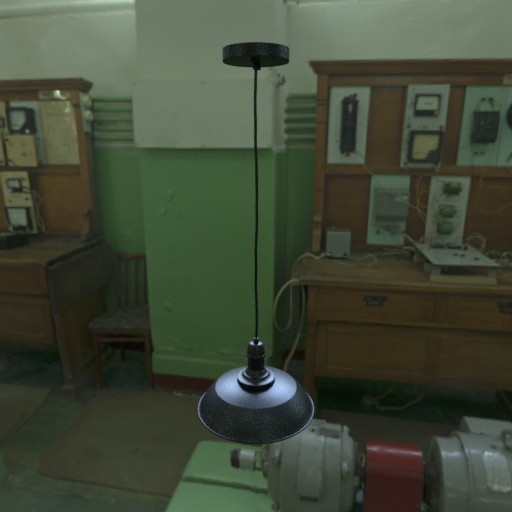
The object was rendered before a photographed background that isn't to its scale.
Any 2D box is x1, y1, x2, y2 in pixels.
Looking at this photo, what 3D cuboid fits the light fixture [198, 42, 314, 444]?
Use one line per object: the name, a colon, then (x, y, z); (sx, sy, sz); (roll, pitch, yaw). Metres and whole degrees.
light fixture: (0.000, 0.000, 1.156); (0.331, 0.993, 0.331); (2, 15, 9)
